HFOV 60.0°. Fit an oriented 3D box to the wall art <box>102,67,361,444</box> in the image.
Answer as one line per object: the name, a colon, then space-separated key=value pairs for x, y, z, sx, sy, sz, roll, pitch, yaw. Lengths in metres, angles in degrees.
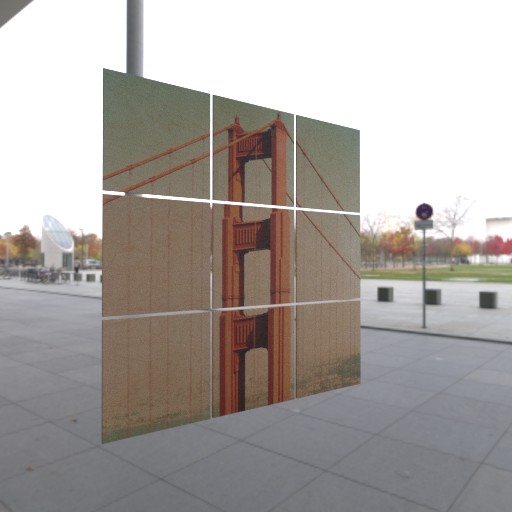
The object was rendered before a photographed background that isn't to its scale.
wall art: x=0.000 y=0.000 z=2.231 sx=1.517 sy=1.523 sz=0.013 roll=0 pitch=-1 yaw=-35
